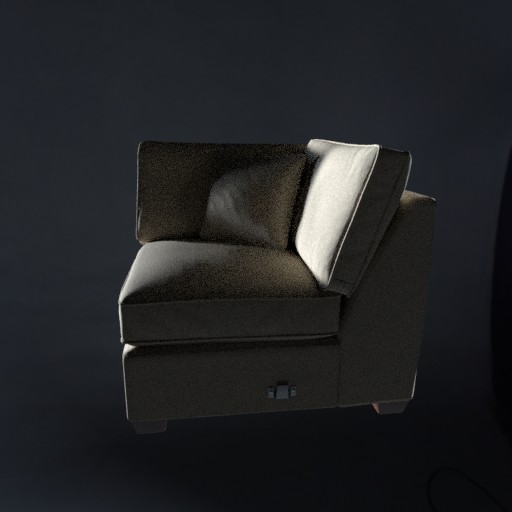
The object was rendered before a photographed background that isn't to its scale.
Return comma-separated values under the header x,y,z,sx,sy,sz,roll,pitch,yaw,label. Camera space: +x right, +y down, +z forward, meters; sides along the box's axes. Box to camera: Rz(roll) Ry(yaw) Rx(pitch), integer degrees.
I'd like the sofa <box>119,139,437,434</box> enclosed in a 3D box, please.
x,y,z,sx,sy,sz,roll,pitch,yaw,label
0.000,0.000,1.983,1.084,1.002,1.146,-2,16,-7,sofa
